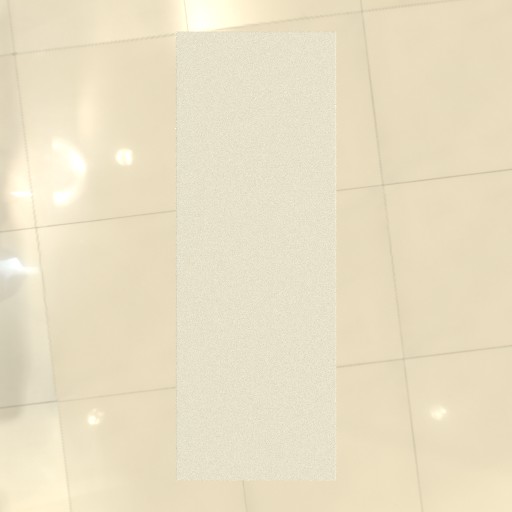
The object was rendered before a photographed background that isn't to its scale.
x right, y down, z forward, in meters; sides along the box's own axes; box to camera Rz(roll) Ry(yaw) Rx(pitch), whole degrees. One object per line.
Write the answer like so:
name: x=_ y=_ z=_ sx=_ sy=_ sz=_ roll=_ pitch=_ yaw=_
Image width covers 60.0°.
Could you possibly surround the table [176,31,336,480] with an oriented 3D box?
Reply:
table: x=0.000 y=0.000 z=1.423 sx=0.381 sy=0.749 sz=1.067 roll=0 pitch=90 yaw=0
